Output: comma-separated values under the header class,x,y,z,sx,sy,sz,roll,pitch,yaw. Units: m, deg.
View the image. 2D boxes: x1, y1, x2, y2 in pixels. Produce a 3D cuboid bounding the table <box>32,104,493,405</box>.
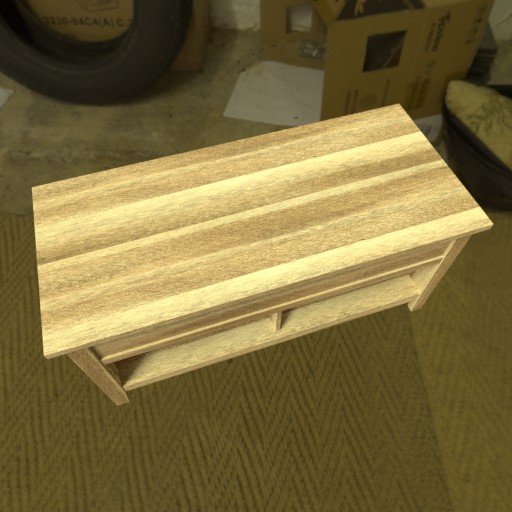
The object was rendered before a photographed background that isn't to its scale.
class,x,y,z,sx,sy,sz,roll,pitch,yaw
table,0.000,0.000,1.347,1.095,0.480,0.493,-15,58,-10
